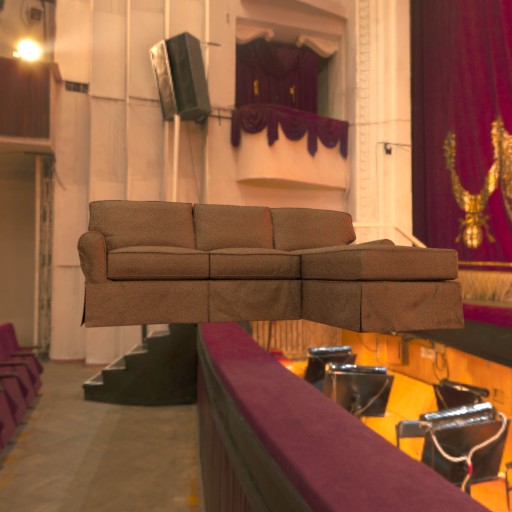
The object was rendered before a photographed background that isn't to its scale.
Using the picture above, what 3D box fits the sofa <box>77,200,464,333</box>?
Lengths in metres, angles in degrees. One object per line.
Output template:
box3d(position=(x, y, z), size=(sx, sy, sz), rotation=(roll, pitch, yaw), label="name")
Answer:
box3d(position=(0.000, 0.000, 3.291), size=(2.475, 0.978, 1.733), rotation=(1, -2, -18), label="sofa")
